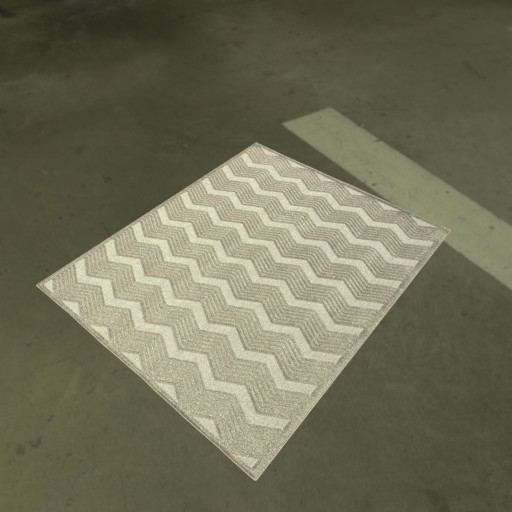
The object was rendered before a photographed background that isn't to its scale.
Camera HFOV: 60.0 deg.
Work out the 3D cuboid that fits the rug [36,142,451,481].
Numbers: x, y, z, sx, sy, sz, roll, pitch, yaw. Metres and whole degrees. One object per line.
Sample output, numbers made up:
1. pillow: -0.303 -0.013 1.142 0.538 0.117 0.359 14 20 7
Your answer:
1. rug: 0.000 0.000 3.941 2.391 0.005 2.880 31 53 26
